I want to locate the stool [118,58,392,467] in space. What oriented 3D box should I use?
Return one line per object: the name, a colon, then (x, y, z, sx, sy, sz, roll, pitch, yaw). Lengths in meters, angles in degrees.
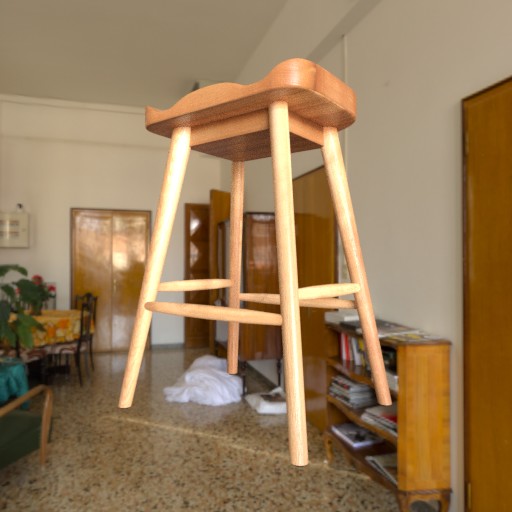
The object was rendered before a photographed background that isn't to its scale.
stool: (0.000, 0.000, 0.908, 0.440, 0.615, 0.361, 0, -1, 37)
